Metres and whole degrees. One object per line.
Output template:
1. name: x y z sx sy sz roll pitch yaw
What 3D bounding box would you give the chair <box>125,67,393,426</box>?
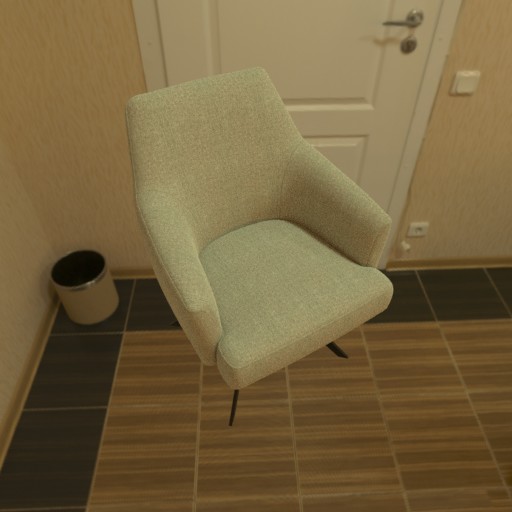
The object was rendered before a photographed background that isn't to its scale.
1. chair: 0.000 0.000 1.361 0.642 0.874 0.677 -23 49 -22
